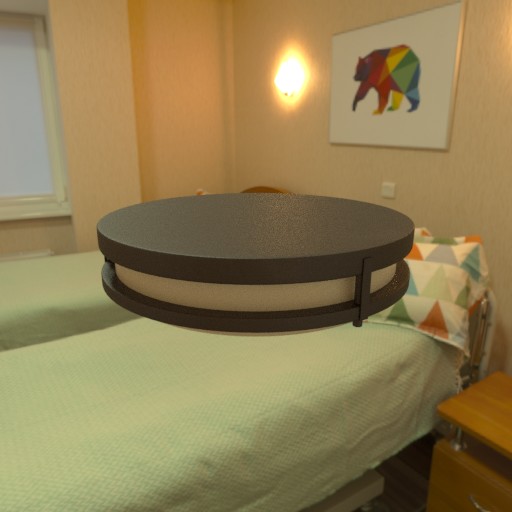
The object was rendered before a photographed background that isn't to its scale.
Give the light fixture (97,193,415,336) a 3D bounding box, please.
[{"bbox_3d":[0.000,0.000,0.536,0.356,0.102,0.356,0,16,0],"label":"light fixture"}]
